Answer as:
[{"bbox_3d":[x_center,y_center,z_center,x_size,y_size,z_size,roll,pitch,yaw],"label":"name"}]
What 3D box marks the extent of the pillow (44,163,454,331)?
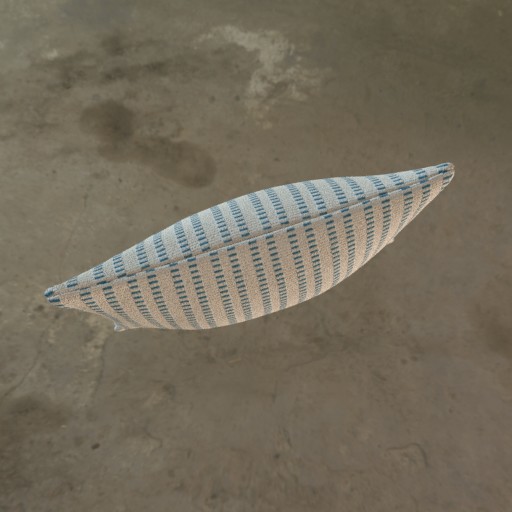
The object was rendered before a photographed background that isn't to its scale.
[{"bbox_3d":[0.000,0.000,0.811,0.640,0.353,0.210,-18,76,-5],"label":"pillow"}]
